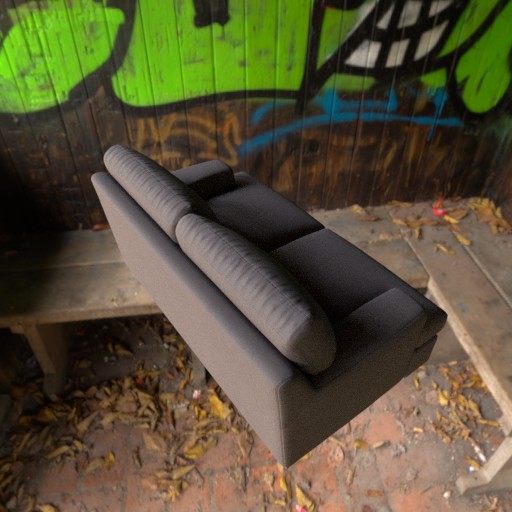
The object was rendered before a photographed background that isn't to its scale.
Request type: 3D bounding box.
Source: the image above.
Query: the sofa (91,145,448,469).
[{"bbox_3d":[0.000,0.000,2.526,1.143,0.940,1.880,-25,46,-27],"label":"sofa"}]
